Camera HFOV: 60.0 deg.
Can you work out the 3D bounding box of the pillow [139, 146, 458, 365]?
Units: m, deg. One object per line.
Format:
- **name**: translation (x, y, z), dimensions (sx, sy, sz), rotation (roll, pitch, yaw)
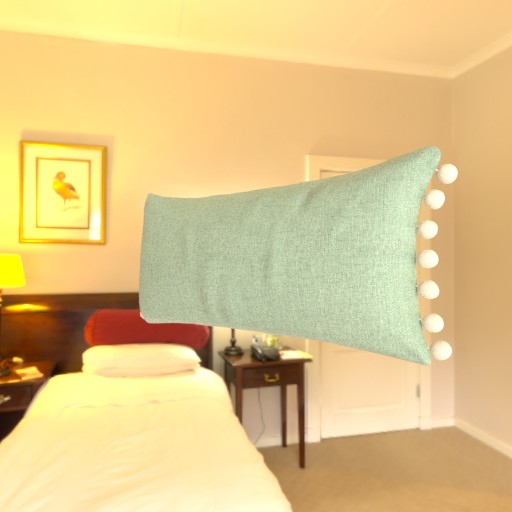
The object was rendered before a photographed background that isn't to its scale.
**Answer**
- **pillow**: translation (0.000, 0.000, 0.842), dimensions (0.709, 0.322, 0.201), rotation (0, 0, 38)
